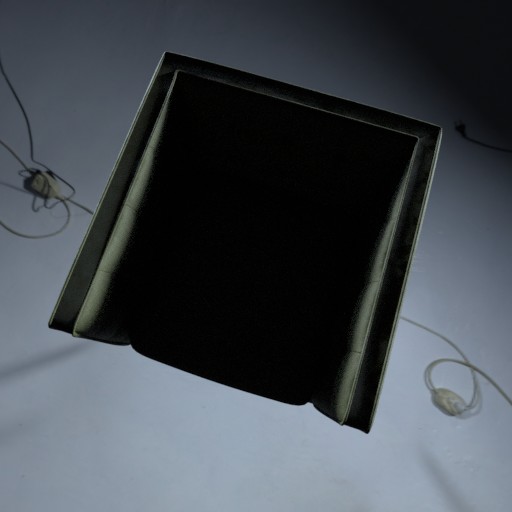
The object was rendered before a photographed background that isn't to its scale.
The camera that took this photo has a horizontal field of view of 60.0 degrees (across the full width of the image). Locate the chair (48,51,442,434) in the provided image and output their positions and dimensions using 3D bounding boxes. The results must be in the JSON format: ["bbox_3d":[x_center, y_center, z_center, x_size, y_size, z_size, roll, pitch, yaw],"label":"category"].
[{"bbox_3d":[0.000,0.000,1.561,0.880,0.790,0.894,17,77,4],"label":"chair"}]
